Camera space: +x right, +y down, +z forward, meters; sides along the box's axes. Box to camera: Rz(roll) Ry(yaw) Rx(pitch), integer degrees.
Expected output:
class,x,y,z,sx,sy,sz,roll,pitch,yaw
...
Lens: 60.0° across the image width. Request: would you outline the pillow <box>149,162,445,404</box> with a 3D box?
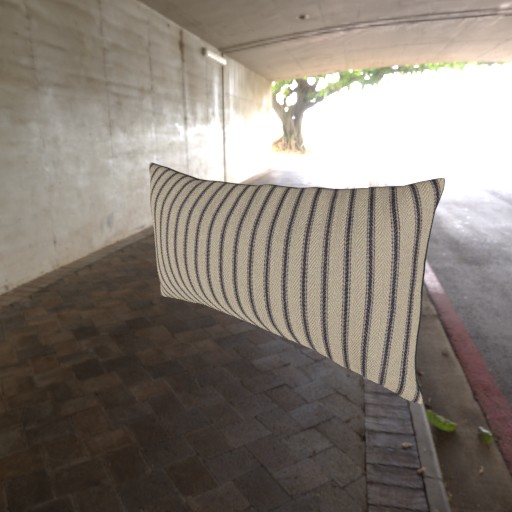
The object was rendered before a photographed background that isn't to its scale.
class,x,y,z,sx,sy,sz,roll,pitch,yaw
pillow,0.000,0.000,0.751,0.609,0.305,0.151,15,22,42
